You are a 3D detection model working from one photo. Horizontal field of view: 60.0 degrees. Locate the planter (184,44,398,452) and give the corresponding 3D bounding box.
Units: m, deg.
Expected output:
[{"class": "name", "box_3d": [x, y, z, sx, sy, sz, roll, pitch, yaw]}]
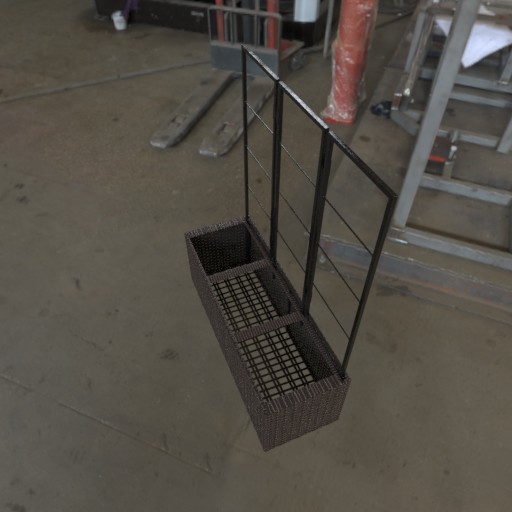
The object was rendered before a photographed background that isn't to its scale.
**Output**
[{"class": "planter", "box_3d": [0.000, 0.000, 1.200, 0.244, 0.841, 0.699, -17, 49, -15]}]
